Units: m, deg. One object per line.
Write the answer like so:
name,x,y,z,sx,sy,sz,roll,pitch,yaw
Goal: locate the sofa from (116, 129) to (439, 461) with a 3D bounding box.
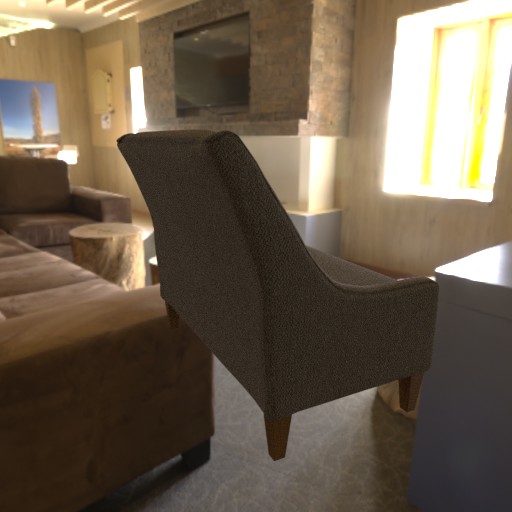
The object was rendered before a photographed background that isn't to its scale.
sofa,0.000,0.000,1.885,0.873,1.022,1.242,-8,17,-26
